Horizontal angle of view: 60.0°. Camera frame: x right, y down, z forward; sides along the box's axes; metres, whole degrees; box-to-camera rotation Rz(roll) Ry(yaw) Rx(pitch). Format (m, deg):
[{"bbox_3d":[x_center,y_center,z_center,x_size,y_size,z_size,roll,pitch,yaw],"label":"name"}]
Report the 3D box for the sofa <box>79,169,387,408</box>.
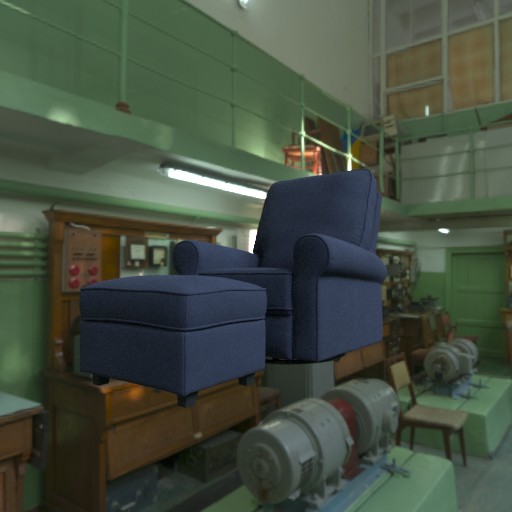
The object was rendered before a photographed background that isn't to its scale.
[{"bbox_3d":[0.000,0.000,2.045,0.880,0.959,1.478,-1,-2,36],"label":"sofa"}]
